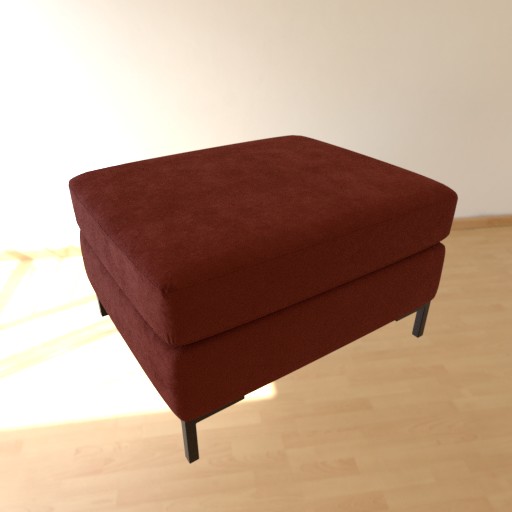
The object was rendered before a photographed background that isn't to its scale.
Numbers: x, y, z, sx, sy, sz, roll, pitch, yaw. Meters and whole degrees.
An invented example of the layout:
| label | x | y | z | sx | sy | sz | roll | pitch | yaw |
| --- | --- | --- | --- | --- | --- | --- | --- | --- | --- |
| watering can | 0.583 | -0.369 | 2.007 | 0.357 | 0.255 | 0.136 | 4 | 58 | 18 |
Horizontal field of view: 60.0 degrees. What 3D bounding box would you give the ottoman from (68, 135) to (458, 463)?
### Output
| label | x | y | z | sx | sy | sz | roll | pitch | yaw |
| --- | --- | --- | --- | --- | --- | --- | --- | --- | --- |
| ottoman | 0.000 | 0.000 | 1.192 | 0.782 | 0.462 | 0.650 | -18 | 34 | -29 |
